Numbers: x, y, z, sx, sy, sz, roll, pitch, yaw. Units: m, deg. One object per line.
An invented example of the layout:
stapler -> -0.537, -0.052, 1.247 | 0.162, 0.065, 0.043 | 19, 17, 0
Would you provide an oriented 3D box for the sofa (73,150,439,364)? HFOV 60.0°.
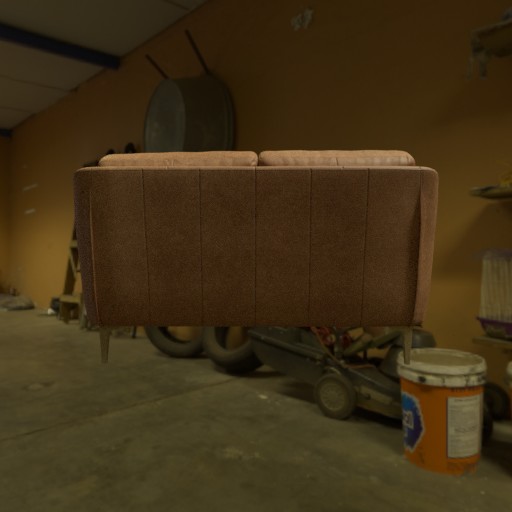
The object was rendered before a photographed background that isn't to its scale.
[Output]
sofa -> 0.000, 0.000, 2.156 | 1.619, 0.902, 0.960 | 0, 0, 1
